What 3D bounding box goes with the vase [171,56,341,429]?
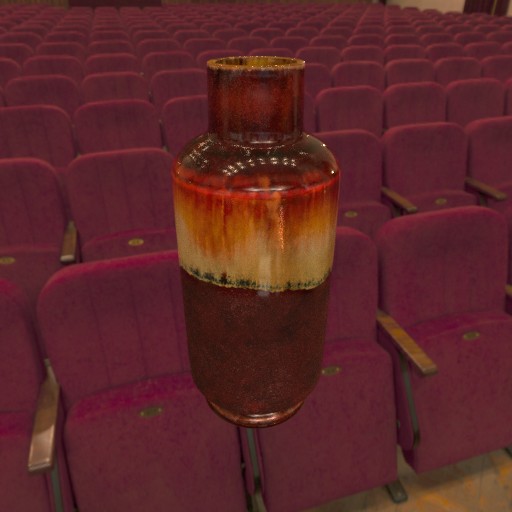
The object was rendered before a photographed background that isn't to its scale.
[{"bbox_3d":[0.000,0.000,0.322,0.111,0.261,0.111,0,29,0],"label":"vase"}]
